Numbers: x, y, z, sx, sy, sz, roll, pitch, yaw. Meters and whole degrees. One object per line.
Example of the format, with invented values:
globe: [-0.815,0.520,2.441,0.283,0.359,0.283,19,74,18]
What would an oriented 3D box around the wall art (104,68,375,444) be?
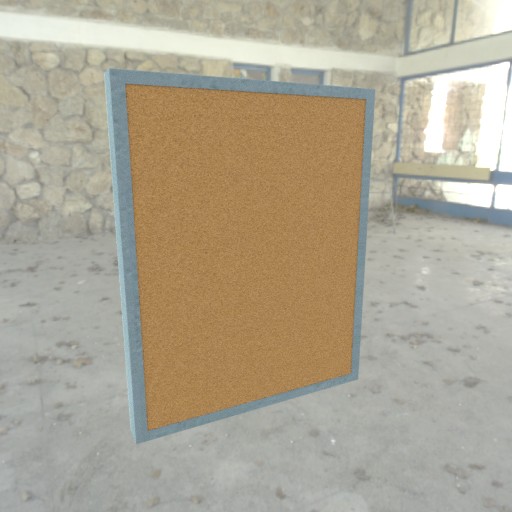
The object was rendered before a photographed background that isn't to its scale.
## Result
wall art: [0.000,0.000,0.689,0.409,0.509,0.037,-7,15,-26]
